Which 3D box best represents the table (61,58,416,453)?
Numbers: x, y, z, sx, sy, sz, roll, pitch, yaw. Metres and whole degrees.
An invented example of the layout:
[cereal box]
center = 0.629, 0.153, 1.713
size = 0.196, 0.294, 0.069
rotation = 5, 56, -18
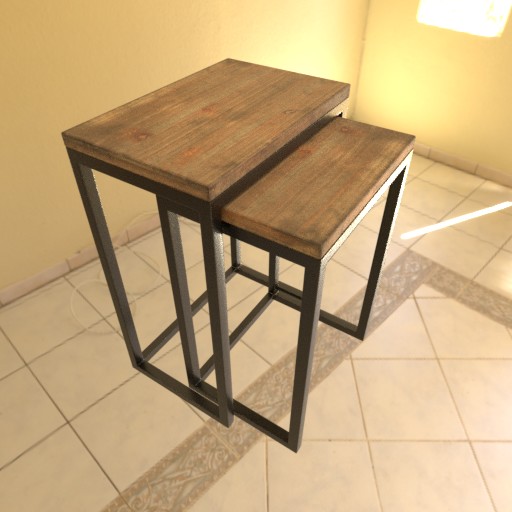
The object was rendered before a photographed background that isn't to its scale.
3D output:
[table]
center = 0.000, 0.000, 0.937
size = 0.460, 0.615, 0.456
rotation = 25, 47, 26
